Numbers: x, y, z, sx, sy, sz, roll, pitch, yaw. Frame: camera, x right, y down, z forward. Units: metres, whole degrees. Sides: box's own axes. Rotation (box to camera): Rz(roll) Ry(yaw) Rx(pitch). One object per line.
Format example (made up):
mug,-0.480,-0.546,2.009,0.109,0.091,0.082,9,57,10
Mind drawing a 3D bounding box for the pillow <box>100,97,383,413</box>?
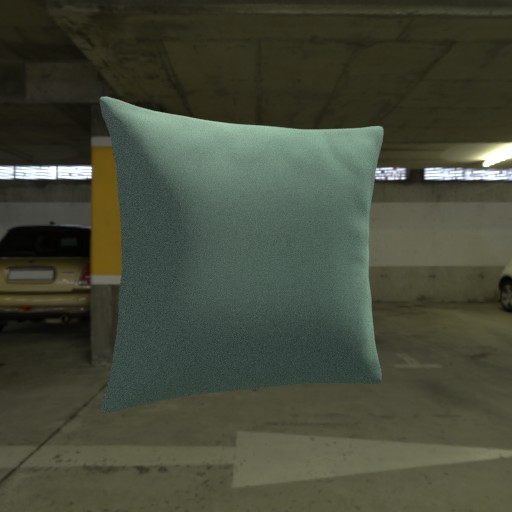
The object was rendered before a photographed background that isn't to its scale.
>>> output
pillow,0.000,0.000,0.792,0.526,0.507,0.166,0,0,-18
